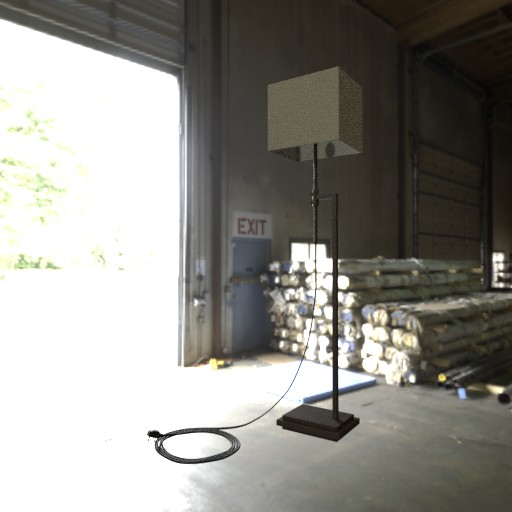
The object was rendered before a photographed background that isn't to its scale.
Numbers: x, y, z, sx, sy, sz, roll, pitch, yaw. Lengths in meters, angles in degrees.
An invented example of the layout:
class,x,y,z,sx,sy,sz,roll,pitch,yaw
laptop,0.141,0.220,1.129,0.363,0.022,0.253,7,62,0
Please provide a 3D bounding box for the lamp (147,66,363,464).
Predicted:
class,x,y,z,sx,sy,sz,roll,pitch,yaw
lamp,0.000,0.000,1.967,0.698,1.600,0.774,-1,-1,34
